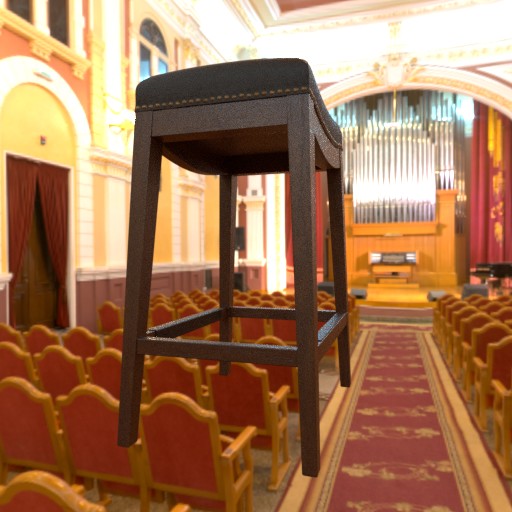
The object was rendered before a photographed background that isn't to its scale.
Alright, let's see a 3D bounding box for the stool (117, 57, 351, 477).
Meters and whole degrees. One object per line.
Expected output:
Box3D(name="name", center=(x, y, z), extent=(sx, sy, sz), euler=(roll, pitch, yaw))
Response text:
Box3D(name="stool", center=(0.000, 0.000, 0.951), extent=(0.353, 0.664, 0.490), euler=(0, 1, 18))
